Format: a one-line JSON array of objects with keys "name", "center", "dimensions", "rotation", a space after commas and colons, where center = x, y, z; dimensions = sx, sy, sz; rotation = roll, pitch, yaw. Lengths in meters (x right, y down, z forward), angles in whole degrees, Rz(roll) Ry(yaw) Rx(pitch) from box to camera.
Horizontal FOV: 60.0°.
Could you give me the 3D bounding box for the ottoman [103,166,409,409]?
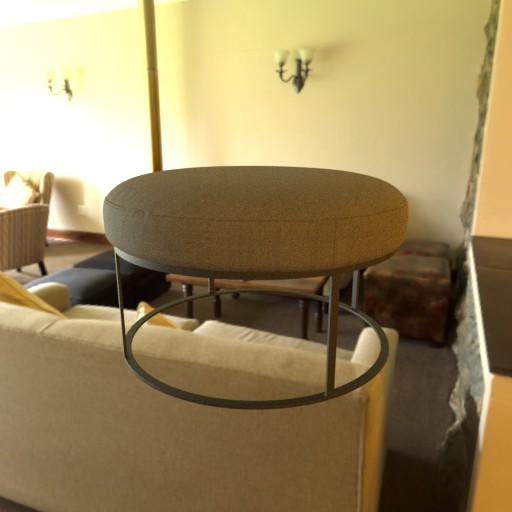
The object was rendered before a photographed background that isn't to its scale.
[{"name": "ottoman", "center": [0.000, 0.000, 1.207], "dimensions": [0.772, 0.460, 0.772], "rotation": [0, 15, 0]}]
